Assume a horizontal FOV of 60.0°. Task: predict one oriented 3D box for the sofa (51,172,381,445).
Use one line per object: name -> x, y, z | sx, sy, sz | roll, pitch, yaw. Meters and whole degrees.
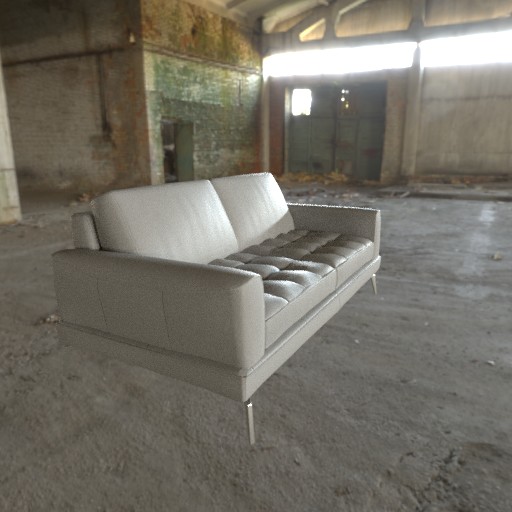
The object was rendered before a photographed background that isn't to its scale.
sofa -> 0.000, 0.000, 2.768 | 1.121, 0.930, 2.177 | 8, 16, 28
